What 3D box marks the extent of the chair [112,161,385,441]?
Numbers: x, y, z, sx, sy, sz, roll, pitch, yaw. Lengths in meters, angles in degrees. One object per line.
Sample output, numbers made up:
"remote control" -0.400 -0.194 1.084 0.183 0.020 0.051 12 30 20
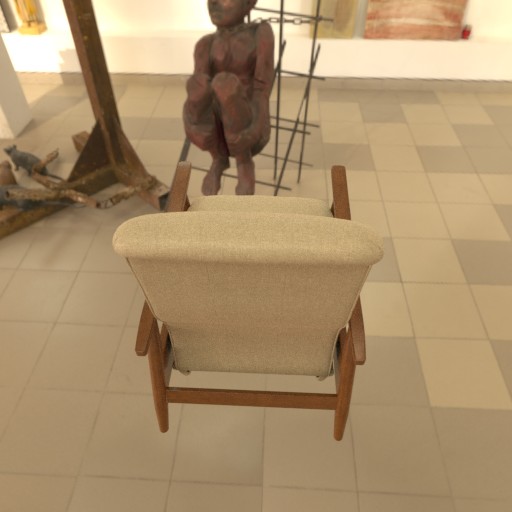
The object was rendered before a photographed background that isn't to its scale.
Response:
"chair" 0.000 0.000 1.727 0.762 1.082 1.030 2 45 2
